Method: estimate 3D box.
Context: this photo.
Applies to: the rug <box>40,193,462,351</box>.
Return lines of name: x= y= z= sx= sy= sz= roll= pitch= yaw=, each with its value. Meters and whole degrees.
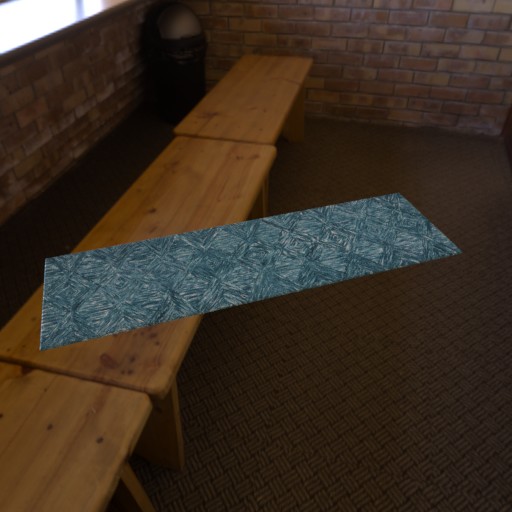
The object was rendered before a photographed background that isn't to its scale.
rug: x=0.000 y=0.000 z=2.534 sx=2.286 sy=0.016 sz=0.676 roll=-12 pitch=41 yaw=-14
